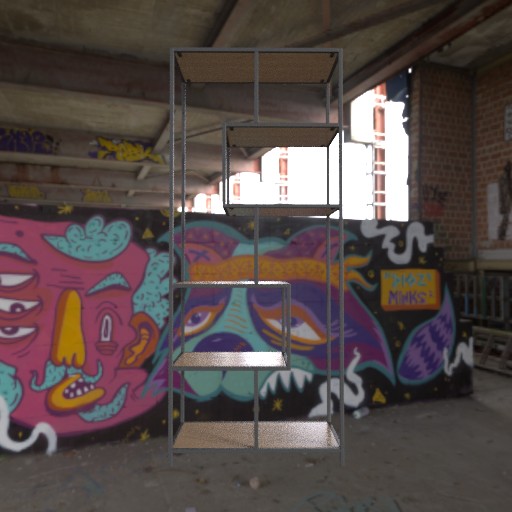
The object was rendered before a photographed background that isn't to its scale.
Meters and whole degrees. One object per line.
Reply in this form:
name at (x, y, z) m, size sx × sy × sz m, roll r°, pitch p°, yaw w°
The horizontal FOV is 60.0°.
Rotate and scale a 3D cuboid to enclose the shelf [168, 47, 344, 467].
shelf at (0.000, 0.000, 2.128) m, size 0.770 × 1.850 × 0.350 m, roll 0°, pitch -1°, yaw 0°
